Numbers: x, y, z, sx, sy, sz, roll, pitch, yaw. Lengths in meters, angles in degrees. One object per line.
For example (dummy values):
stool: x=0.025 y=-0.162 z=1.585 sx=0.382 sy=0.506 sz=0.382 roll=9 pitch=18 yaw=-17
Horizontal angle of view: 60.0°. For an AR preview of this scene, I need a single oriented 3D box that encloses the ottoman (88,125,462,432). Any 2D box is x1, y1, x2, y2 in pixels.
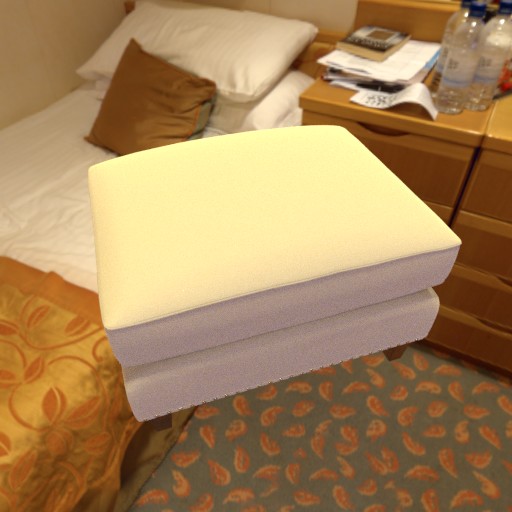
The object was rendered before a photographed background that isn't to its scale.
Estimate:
ottoman: x=0.000 y=0.000 z=1.153 sx=0.741 sy=0.513 sz=0.584 roll=-13 pitch=44 yaw=-13
